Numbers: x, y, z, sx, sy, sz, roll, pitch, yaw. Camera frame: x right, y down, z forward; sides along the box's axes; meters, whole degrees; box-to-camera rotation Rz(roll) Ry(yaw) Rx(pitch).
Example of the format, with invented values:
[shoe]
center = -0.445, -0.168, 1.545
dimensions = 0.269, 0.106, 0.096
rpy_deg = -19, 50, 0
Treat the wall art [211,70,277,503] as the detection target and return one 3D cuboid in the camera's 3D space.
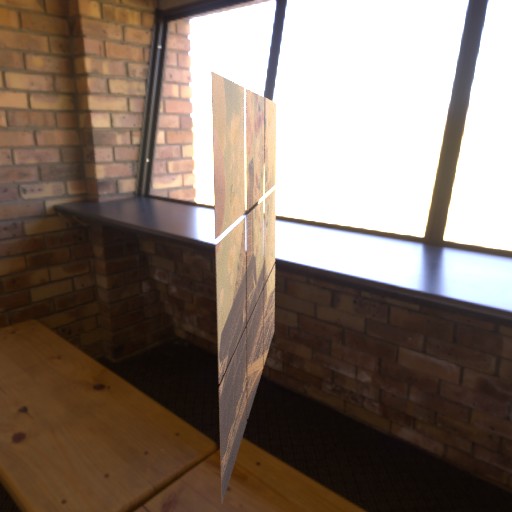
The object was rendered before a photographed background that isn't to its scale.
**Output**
[wall art]
center = 0.000, 0.000, 2.172
dimensions = 0.002, 1.505, 1.517
rpy_deg = 3, 16, 9
